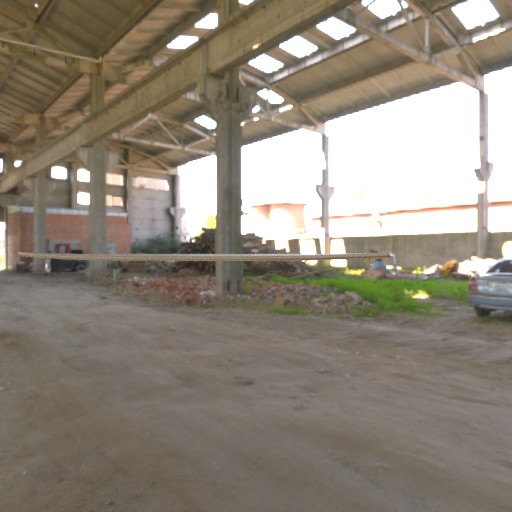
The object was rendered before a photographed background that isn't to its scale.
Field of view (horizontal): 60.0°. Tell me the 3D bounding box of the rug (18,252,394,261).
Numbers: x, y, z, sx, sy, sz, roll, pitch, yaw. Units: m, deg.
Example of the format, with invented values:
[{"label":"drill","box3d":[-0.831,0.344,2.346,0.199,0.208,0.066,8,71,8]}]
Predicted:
[{"label":"rug","box3d":[0.000,0.000,4.036,2.399,0.054,3.011,0,0,17]}]
